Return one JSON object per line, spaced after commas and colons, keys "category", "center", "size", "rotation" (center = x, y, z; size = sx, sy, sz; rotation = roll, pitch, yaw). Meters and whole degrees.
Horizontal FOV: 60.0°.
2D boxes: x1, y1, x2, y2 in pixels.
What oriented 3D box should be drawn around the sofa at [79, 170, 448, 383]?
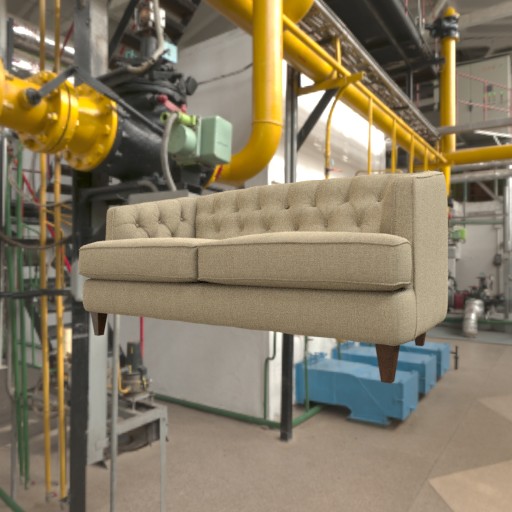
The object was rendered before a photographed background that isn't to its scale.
{"category": "sofa", "center": [0.000, 0.000, 2.238], "size": [1.733, 0.855, 0.941], "rotation": [0, 0, 35]}
